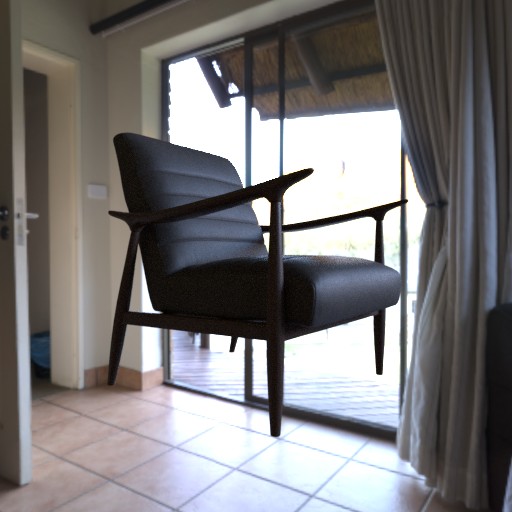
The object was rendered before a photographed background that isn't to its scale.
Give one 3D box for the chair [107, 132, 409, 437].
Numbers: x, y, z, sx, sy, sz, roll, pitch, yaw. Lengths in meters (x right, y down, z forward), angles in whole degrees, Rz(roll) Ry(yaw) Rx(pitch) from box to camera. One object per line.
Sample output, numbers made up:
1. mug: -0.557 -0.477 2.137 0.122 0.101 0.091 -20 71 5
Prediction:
1. chair: 0.000 0.000 1.465 0.798 0.831 0.741 0 0 36
